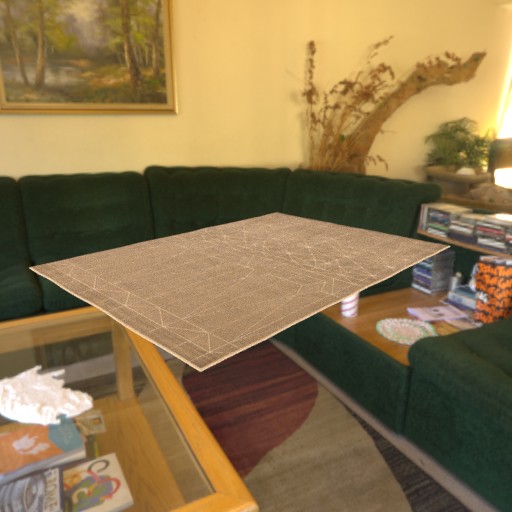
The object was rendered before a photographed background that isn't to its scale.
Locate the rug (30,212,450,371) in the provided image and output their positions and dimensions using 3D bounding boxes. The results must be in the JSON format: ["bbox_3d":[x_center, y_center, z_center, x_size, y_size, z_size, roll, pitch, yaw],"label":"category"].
[{"bbox_3d":[0.000,0.000,4.324,2.449,0.019,3.357,16,24,42],"label":"rug"}]
